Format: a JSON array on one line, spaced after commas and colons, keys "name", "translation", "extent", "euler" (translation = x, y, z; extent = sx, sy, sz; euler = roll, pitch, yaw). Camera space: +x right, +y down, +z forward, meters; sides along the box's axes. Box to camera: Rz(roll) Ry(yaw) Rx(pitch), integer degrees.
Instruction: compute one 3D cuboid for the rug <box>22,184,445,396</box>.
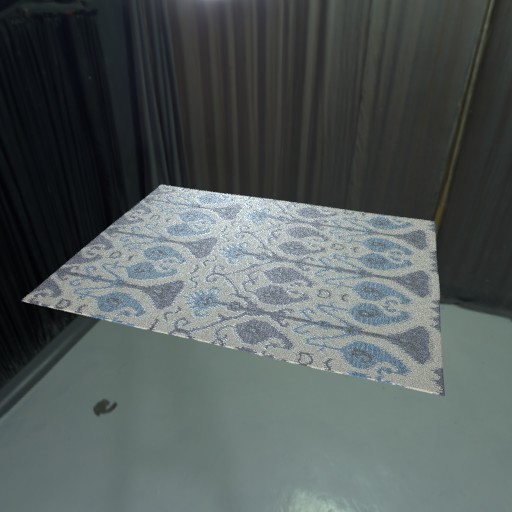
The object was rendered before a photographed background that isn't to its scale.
[{"name": "rug", "translation": [0.000, 0.000, 2.889], "extent": [2.261, 0.013, 1.676], "euler": [10, 34, 14]}]
